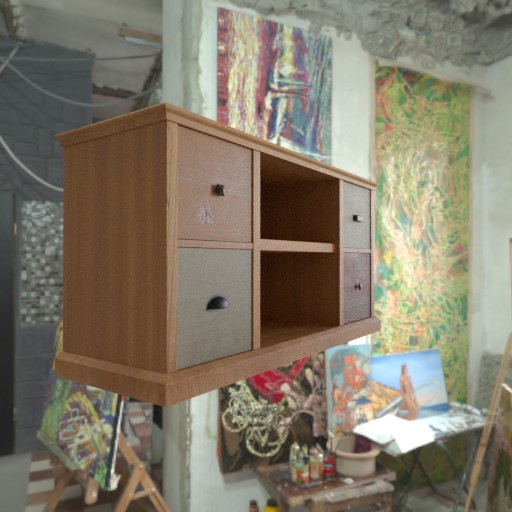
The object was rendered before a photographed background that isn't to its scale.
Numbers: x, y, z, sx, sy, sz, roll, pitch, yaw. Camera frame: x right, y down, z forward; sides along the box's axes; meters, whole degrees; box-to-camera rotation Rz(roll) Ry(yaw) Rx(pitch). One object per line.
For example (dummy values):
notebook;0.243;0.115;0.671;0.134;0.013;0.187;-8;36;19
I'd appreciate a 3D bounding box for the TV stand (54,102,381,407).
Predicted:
TV stand;0.000;0.000;1.476;0.417;0.607;1.181;0;-1;36
